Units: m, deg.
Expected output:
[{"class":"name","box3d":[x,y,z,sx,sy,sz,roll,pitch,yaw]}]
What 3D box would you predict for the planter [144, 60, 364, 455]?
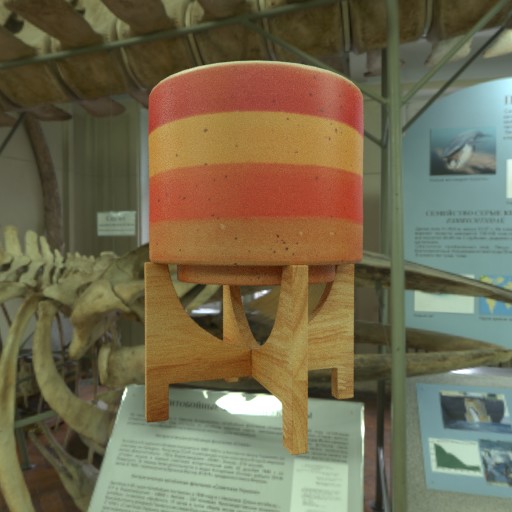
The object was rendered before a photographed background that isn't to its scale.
[{"class":"planter","box3d":[0.000,0.000,0.551,0.269,0.379,0.269,0,1,0]}]
